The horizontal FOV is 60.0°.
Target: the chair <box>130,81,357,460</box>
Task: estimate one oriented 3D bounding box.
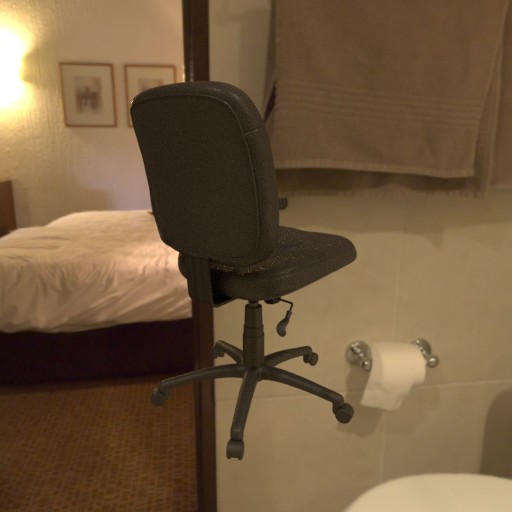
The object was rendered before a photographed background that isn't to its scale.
[{"bbox_3d":[0.000,0.000,1.379,0.647,0.959,0.646,13,19,43],"label":"chair"}]
